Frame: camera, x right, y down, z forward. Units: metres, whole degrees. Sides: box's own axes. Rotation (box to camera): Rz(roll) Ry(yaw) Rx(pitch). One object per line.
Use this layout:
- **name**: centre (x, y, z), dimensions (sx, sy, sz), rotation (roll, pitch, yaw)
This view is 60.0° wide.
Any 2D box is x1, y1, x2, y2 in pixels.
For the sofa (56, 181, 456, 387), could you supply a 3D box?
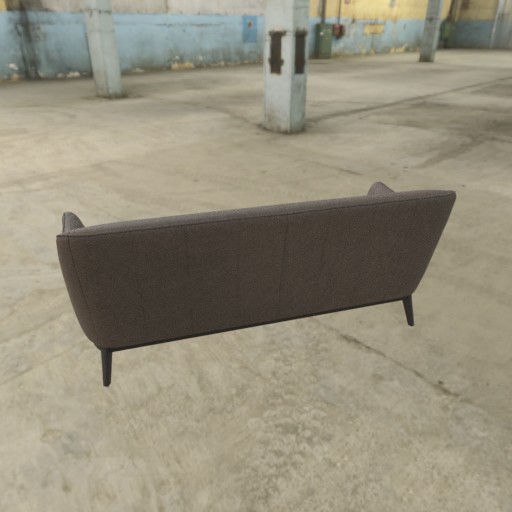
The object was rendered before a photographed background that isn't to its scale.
- **sofa**: centre (0.000, 0.000, 2.371), dimensions (1.928, 0.831, 0.869), rotation (-8, 28, -15)
